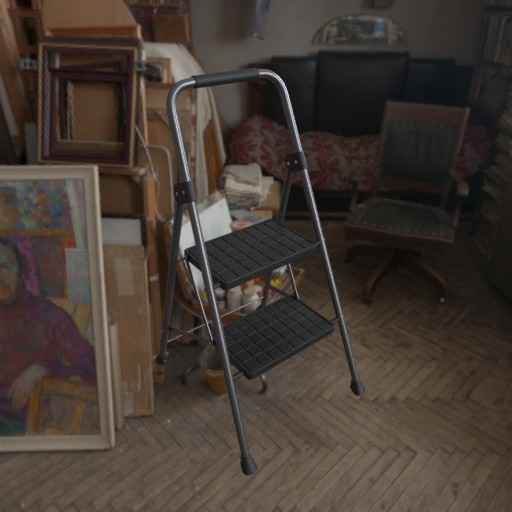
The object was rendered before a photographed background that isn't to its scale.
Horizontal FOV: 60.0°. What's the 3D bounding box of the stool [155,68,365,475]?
[{"bbox_3d":[0.000,0.000,1.158,0.450,0.872,0.514,-22,38,-31],"label":"stool"}]
